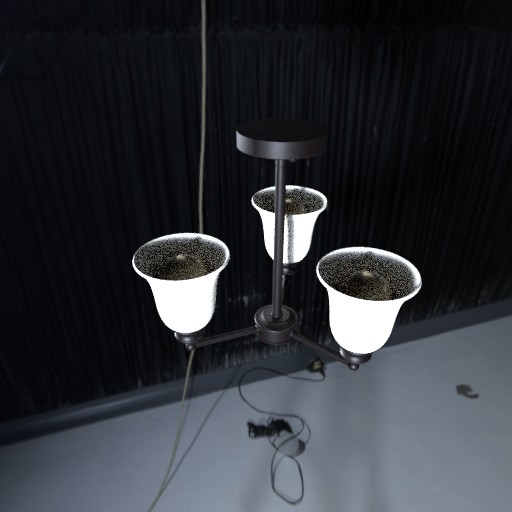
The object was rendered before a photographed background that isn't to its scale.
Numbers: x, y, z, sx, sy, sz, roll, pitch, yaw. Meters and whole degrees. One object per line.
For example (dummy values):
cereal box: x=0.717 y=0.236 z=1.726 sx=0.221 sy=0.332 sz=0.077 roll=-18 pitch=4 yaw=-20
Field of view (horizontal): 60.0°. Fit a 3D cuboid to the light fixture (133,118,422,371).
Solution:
light fixture: x=0.000 y=0.000 z=0.663 sx=0.354 sy=0.370 sz=0.388 roll=-11 pitch=32 yaw=-17
